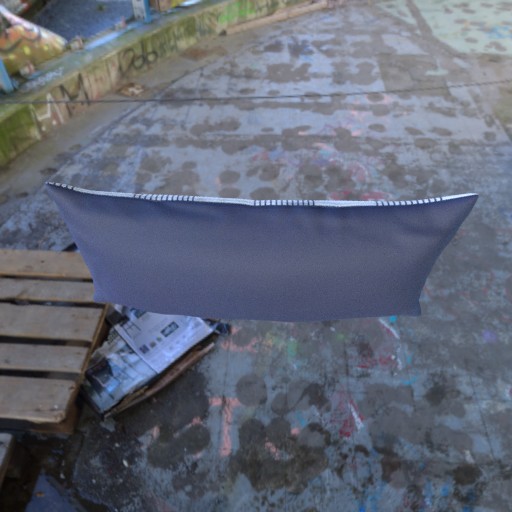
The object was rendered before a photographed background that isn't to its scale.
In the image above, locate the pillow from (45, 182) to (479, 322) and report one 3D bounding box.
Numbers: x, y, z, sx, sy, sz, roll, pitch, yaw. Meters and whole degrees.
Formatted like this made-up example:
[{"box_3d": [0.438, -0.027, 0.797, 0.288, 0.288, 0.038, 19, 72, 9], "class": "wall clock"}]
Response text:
[{"box_3d": [0.000, 0.000, 0.722, 0.610, 0.287, 0.151, 2, 47, 2], "class": "pillow"}]
